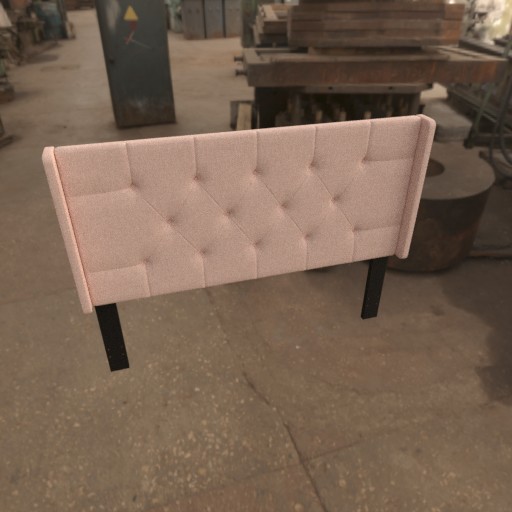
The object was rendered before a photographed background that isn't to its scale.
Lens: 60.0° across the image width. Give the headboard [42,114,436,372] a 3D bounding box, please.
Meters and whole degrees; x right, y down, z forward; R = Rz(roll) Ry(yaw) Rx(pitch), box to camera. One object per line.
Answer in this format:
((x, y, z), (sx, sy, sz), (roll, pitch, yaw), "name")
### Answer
((0.000, 0.000, 2.699), (2.051, 1.524, 0.184), (-9, 34, -14), "headboard")
